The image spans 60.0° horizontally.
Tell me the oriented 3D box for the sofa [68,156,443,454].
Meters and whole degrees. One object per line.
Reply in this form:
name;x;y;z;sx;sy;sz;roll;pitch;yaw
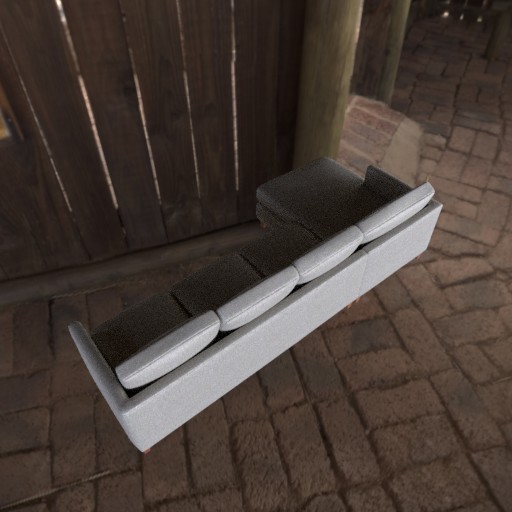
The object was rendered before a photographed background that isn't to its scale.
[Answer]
sofa;0.000;0.000;3.862;3.201;0.876;1.502;-30;52;-26
